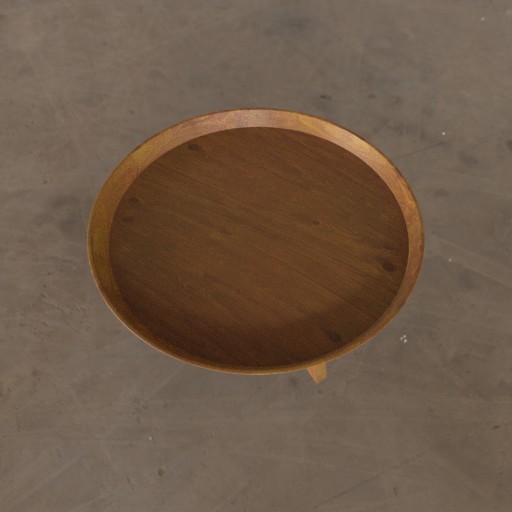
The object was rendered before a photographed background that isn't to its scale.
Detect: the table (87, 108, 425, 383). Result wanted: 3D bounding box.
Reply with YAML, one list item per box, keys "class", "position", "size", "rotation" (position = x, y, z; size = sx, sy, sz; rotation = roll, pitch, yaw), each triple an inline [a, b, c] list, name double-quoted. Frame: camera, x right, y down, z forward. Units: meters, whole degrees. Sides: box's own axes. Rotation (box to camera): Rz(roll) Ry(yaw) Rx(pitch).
- class: "table"
  position: [0.000, 0.000, 1.558]
  size: [1.016, 0.470, 1.016]
  rotation: [0, 58, 0]
